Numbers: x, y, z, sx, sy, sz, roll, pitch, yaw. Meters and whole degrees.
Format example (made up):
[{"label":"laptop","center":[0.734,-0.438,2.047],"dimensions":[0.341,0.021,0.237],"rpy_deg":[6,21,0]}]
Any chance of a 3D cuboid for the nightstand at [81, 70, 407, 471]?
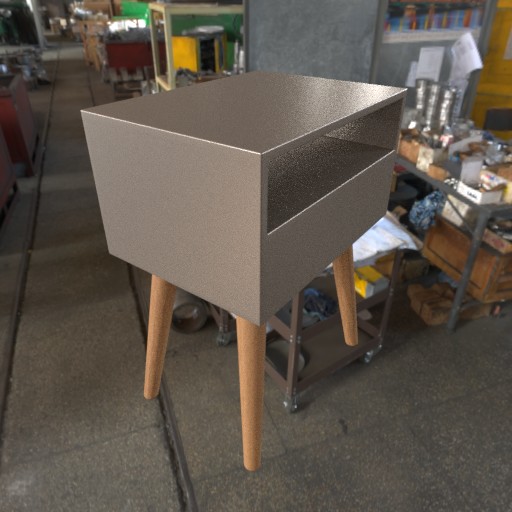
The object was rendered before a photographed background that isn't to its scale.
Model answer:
[{"label":"nightstand","center":[0.000,0.000,0.738],"dimensions":[0.288,0.508,0.370],"rpy_deg":[21,37,31]}]
